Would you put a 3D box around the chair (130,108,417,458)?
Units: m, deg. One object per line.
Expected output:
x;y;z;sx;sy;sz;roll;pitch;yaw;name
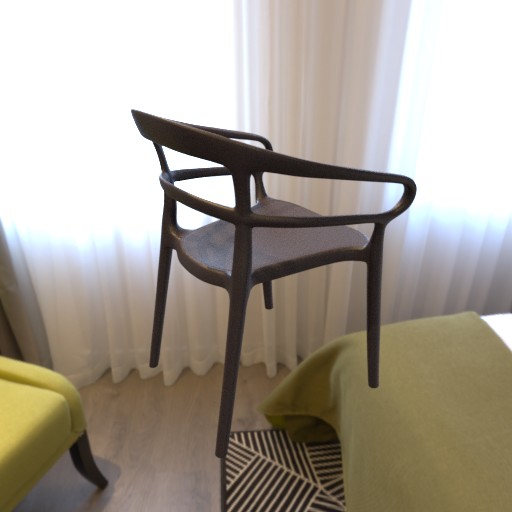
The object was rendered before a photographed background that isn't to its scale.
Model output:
0.000;0.000;1.151;0.527;0.761;0.559;-17;31;-31;chair
